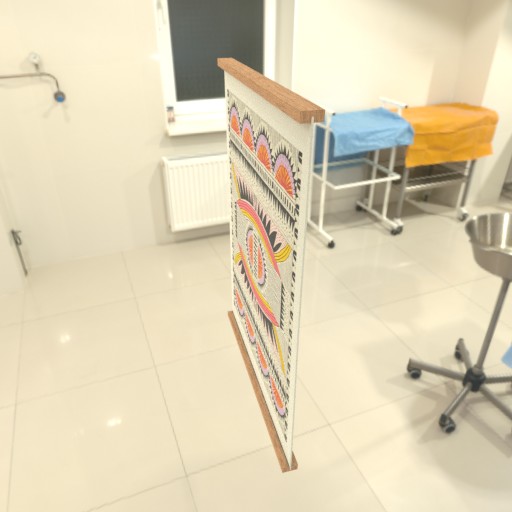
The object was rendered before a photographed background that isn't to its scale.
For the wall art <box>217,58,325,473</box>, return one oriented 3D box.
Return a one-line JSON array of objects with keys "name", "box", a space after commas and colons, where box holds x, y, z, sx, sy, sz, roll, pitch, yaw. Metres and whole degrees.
[{"name": "wall art", "box": [0.000, 0.000, 0.803, 0.028, 0.609, 0.456, -8, 31, -13]}]
